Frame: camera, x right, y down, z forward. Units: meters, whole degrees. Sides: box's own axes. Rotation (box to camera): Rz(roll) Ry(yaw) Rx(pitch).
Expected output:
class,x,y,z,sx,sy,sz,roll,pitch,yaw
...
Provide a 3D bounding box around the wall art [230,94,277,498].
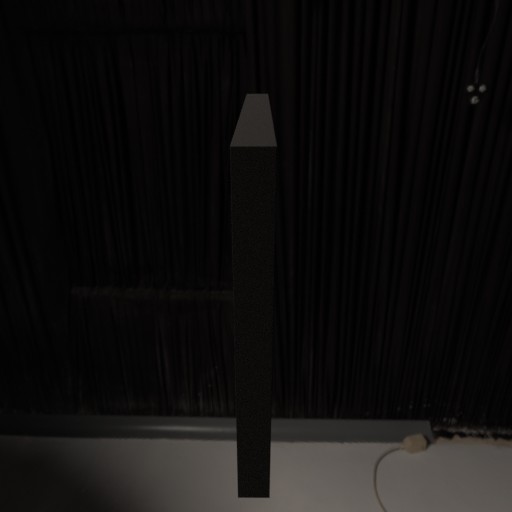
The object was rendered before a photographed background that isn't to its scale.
class,x,y,z,sx,sy,sz,roll,pitch,yaw
wall art,0.000,0.000,0.524,0.031,0.330,0.381,0,25,1
